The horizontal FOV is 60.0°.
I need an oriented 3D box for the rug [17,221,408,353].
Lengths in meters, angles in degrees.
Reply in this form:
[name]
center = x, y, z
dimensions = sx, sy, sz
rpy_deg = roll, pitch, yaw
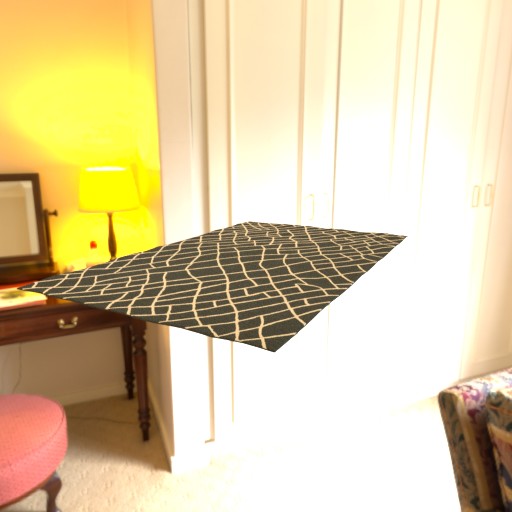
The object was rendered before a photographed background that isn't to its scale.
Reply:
[rug]
center = 0.000, 0.000, 3.005
dimensions = 1.529, 0.017, 2.448
rpy_deg = 8, 16, 28
